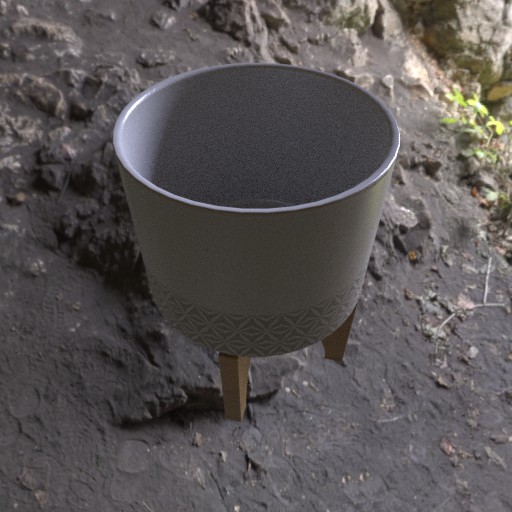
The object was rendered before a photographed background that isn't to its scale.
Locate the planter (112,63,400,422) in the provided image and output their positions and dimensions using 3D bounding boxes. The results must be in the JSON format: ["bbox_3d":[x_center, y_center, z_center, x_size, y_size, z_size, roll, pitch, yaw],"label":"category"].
[{"bbox_3d":[0.000,0.000,0.390,0.188,0.260,0.188,0,46,0],"label":"planter"}]
